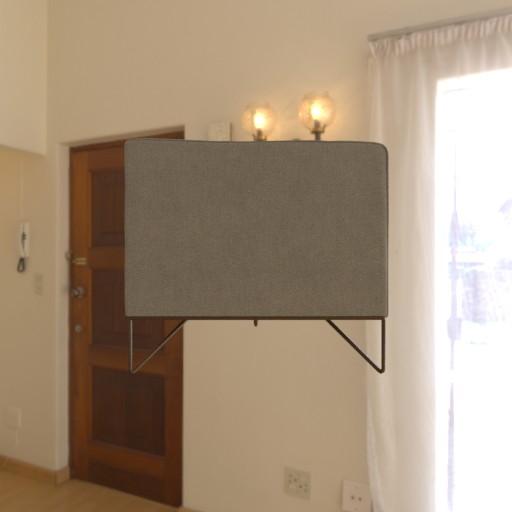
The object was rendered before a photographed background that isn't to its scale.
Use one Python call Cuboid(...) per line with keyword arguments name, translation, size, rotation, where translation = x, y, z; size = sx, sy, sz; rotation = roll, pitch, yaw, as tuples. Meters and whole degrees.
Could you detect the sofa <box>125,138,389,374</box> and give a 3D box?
Cuboid(name="sofa", translation=(0.000, 0.000, 2.517), size=(0.912, 0.798, 2.079), rotation=(0, 0, 0))
